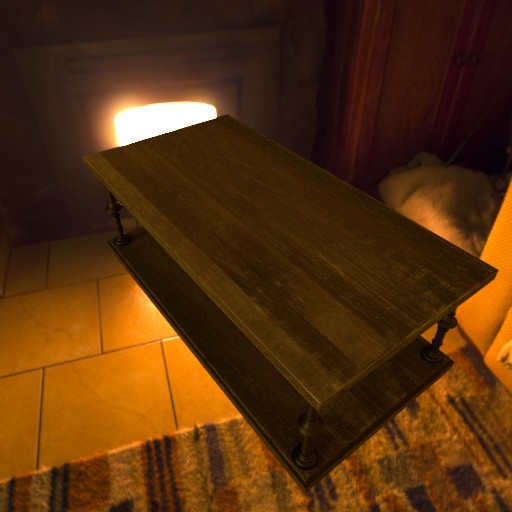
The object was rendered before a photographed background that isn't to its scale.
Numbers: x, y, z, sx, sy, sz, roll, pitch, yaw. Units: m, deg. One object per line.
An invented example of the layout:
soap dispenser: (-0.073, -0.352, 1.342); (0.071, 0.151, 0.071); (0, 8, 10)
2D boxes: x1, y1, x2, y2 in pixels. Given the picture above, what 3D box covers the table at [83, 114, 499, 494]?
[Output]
table: (0.000, 0.000, 1.325); (0.554, 0.373, 1.088); (-26, 47, -27)
